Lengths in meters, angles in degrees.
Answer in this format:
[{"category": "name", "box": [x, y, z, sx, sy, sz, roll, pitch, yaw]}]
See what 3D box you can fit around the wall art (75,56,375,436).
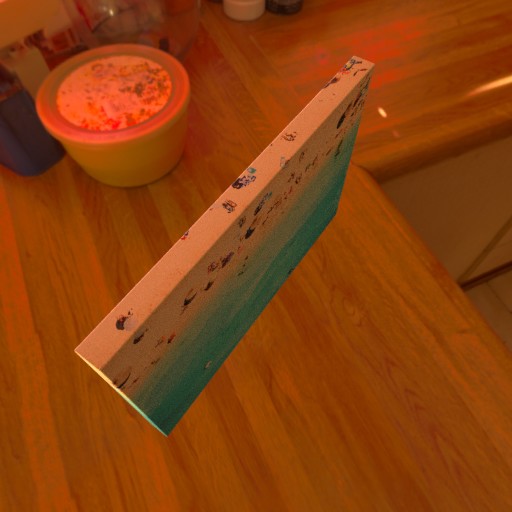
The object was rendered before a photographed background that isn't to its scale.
[{"category": "wall art", "box": [0.000, 0.000, 0.762, 0.039, 0.406, 0.609, 31, 64, 17]}]
